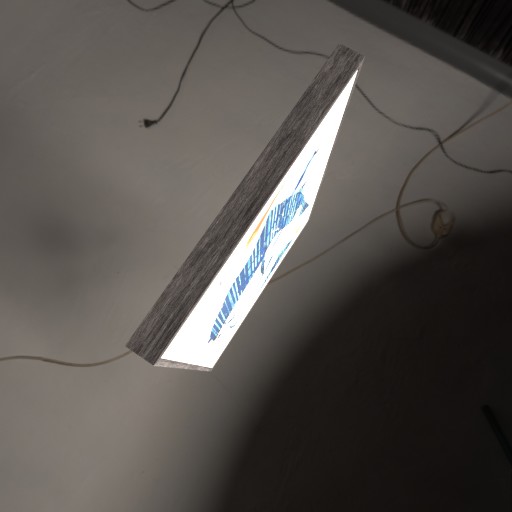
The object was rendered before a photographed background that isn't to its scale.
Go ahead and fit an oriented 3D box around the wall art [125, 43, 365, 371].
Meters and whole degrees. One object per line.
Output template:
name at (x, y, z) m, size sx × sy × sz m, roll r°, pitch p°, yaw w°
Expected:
wall art at (0.000, 0.000, 1.357) m, size 0.063 × 1.016 × 0.762 m, roll 32°, pitch 77°, yaw 8°
